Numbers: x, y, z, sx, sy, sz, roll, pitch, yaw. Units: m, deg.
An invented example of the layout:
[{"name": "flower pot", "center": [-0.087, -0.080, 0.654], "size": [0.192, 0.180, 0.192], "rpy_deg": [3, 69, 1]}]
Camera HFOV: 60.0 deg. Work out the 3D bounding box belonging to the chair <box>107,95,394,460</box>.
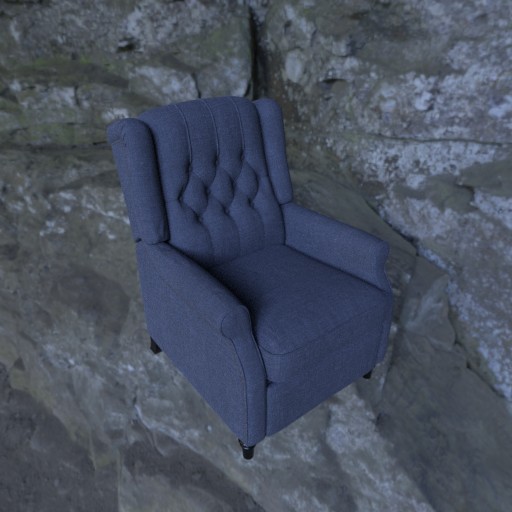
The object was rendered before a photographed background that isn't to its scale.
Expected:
[{"name": "chair", "center": [0.000, 0.000, 1.659], "size": [0.742, 1.035, 0.898], "rpy_deg": [-21, 35, -32]}]
